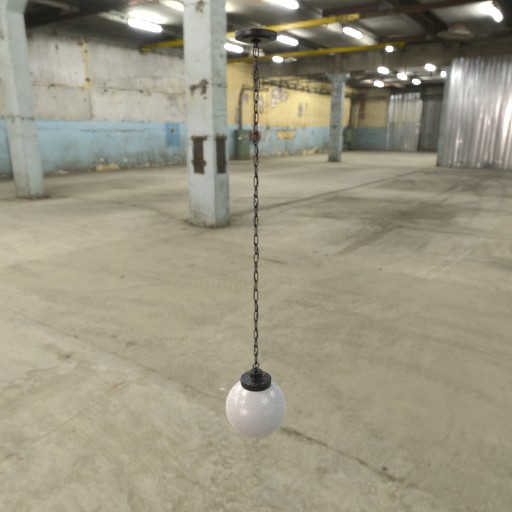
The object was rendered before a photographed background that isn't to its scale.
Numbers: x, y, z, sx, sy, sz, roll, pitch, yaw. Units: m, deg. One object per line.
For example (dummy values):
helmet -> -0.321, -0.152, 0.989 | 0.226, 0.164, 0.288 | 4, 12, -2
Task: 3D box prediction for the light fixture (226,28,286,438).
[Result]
light fixture -> 0.000, 0.000, 2.034 | 0.305, 1.867, 0.304 | -7, 16, -26
